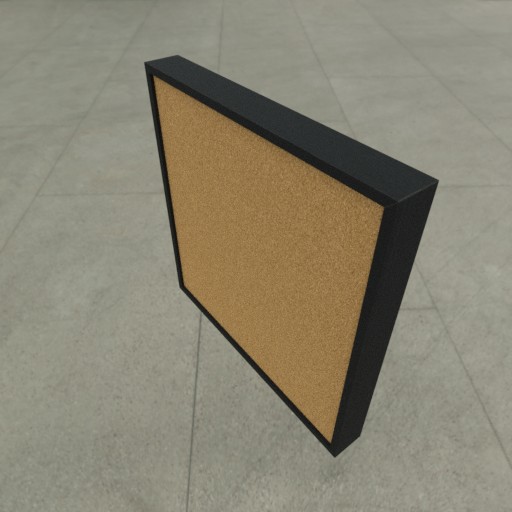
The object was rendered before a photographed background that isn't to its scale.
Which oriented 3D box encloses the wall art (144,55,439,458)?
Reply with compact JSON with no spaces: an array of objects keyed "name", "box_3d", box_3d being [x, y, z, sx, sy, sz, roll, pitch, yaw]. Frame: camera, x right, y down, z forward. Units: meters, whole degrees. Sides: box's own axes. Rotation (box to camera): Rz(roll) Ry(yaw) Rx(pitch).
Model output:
[{"name":"wall art","box_3d":[0.000,0.000,0.443,0.037,0.305,0.305,-27,47,-28]}]
